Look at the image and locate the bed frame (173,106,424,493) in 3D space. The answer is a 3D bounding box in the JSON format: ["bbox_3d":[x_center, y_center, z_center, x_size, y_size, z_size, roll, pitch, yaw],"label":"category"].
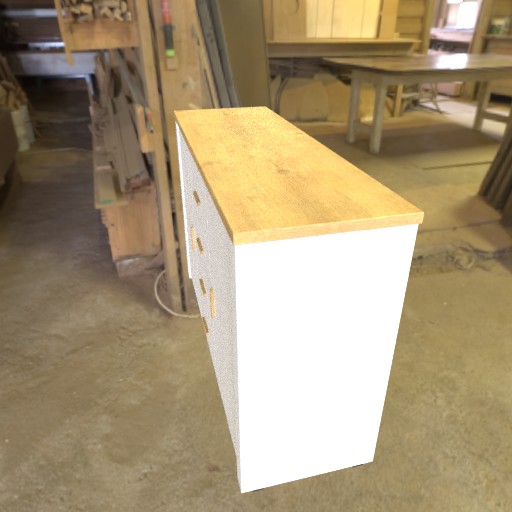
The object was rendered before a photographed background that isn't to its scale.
[{"bbox_3d":[0.000,0.000,1.682,0.430,0.850,1.300,-7,30,-13],"label":"bed frame"}]
